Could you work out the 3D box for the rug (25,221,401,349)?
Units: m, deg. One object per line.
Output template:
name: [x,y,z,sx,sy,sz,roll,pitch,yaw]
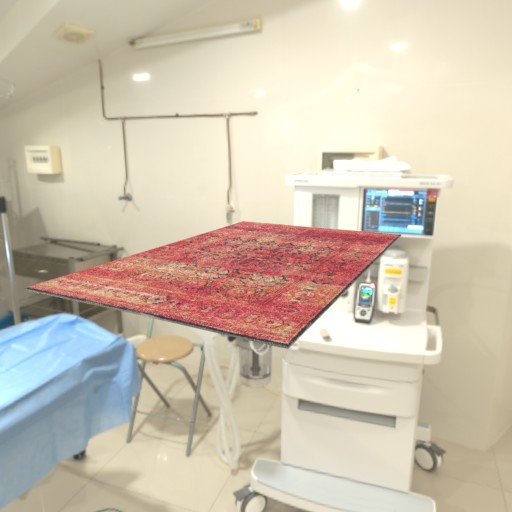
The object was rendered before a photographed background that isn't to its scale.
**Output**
rug: [0.000,0.000,3.078,1.539,0.018,2.449,7,16,26]
